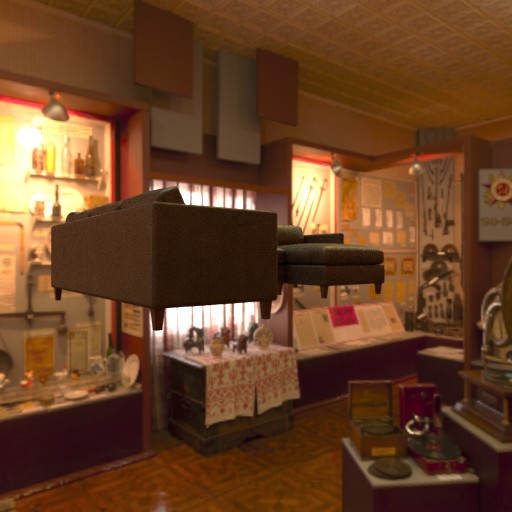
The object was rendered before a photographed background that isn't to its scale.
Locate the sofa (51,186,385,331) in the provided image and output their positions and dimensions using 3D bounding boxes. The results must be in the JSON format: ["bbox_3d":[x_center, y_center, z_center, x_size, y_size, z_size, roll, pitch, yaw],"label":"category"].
[{"bbox_3d":[0.000,0.000,4.482,3.324,0.891,2.452,0,0,-37],"label":"sofa"}]
